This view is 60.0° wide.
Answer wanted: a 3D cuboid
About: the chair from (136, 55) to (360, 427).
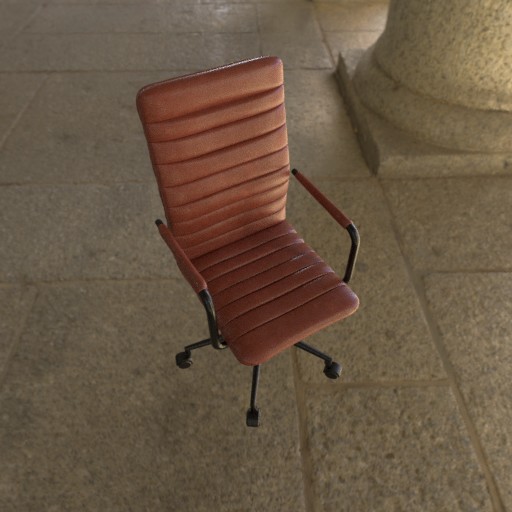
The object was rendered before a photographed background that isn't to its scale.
[{"bbox_3d":[0.000,0.000,1.342,0.608,0.979,0.580,-24,51,-21],"label":"chair"}]
